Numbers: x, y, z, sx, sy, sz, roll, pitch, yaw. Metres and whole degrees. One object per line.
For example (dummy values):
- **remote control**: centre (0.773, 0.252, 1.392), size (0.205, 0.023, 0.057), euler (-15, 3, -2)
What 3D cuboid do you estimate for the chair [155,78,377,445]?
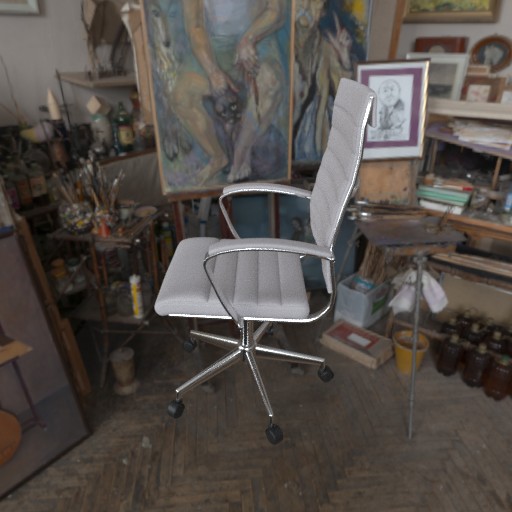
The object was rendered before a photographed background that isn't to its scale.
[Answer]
- **chair**: centre (0.000, 0.000, 1.580), size (0.667, 1.149, 0.679), euler (0, 27, 0)
